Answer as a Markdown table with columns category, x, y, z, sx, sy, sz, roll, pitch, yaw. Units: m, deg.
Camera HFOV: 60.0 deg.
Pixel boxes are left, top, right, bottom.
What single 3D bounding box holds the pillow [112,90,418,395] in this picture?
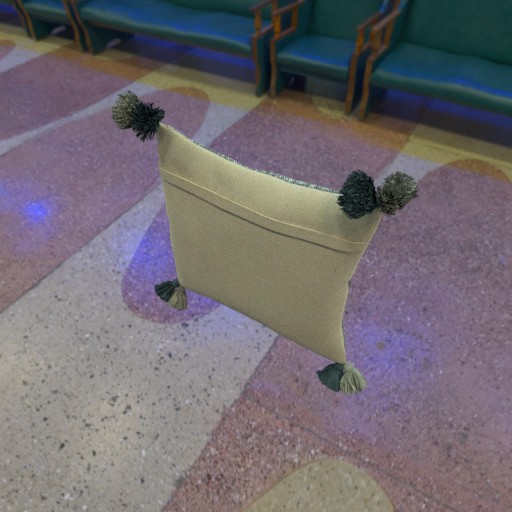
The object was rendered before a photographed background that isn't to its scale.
| category | x | y | z | sx | sy | sz | roll | pitch | yaw |
| --- | --- | --- | --- | --- | --- | --- | --- | --- | --- |
| pillow | 0.000 | 0.000 | 0.939 | 0.614 | 0.634 | 0.138 | 24 | 51 | 21 |
